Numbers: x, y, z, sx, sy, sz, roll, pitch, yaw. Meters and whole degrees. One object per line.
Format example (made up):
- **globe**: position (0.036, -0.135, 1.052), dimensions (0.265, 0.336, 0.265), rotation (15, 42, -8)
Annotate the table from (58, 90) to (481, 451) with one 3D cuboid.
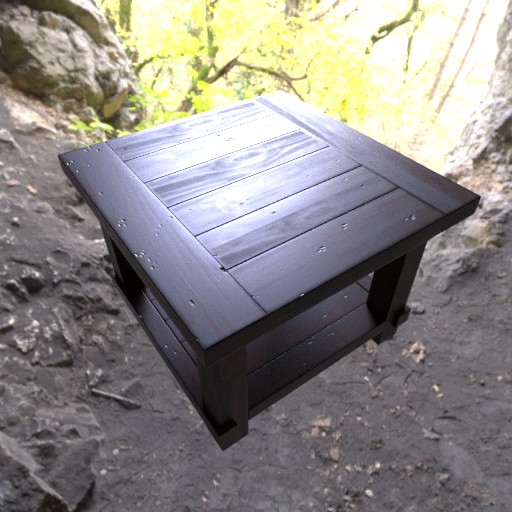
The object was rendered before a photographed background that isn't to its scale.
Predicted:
- **table**: position (0.000, 0.000, 1.020), dimensions (0.593, 0.437, 0.606), rotation (-26, 48, -25)
